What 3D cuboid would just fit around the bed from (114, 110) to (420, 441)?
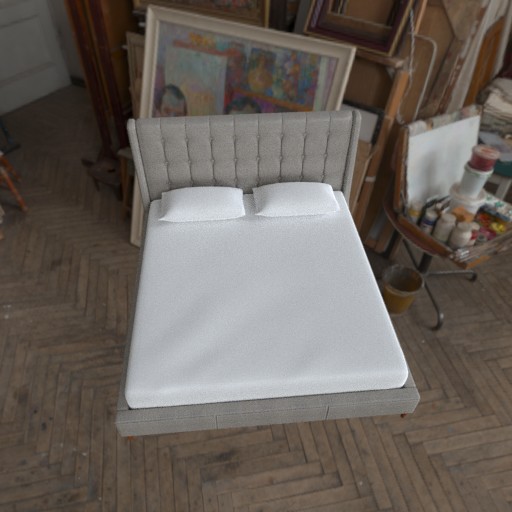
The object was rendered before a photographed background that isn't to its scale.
[{"bbox_3d":[0.000,0.000,3.561,2.062,1.289,2.342,-3,45,-3],"label":"bed"}]
